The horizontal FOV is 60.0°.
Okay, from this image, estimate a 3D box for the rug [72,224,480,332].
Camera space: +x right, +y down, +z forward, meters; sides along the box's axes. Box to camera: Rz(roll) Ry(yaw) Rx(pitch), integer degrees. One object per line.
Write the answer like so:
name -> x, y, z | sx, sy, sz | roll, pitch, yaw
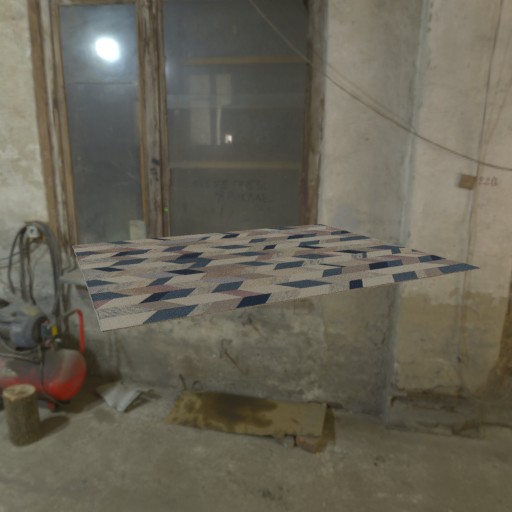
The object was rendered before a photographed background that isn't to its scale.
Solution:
rug -> 0.000, 0.000, 4.181 | 3.072, 0.011, 2.451 | -7, 15, -25
